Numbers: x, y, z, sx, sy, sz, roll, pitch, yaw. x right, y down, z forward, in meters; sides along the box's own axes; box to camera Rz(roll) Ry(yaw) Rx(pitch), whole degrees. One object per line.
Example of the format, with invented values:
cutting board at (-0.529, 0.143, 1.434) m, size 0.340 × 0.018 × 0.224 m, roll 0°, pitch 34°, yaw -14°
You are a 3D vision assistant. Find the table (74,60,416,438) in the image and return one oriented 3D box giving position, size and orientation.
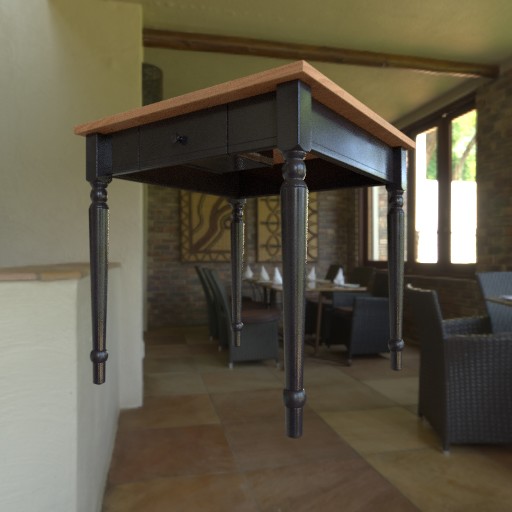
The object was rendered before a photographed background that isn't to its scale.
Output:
table at (0.000, 0.000, 1.354) m, size 0.747 × 0.738 × 0.747 m, roll 0°, pitch 0°, yaw 35°
